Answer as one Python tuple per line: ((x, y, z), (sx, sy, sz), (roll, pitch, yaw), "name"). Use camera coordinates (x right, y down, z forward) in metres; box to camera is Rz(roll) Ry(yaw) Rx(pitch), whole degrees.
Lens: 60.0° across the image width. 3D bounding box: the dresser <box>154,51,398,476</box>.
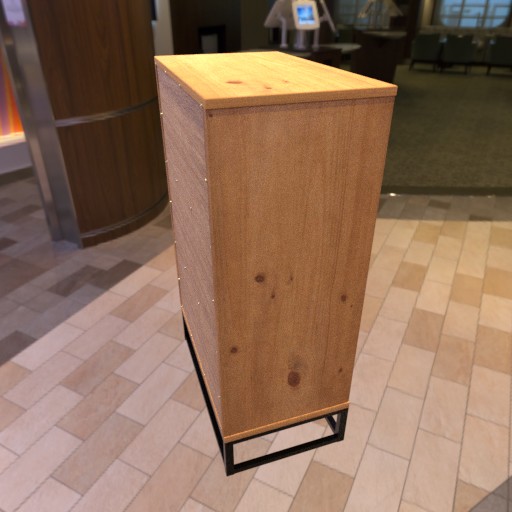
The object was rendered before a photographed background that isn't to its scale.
((0.000, 0.000, 1.574), (0.479, 1.240, 0.761), (-10, 32, -16), "dresser")
